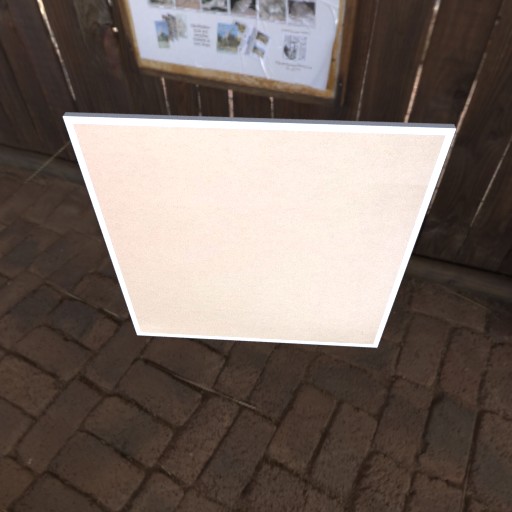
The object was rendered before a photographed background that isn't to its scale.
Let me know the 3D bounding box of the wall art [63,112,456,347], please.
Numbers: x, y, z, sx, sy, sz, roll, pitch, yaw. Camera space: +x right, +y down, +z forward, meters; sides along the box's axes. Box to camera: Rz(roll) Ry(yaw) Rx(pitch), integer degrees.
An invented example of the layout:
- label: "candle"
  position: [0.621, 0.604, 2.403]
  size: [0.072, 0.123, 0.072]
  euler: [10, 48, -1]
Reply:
- label: "wall art"
  position: [0.000, 0.000, 0.832]
  size: [0.557, 0.557, 0.012]
  euler: [3, 46, 2]
